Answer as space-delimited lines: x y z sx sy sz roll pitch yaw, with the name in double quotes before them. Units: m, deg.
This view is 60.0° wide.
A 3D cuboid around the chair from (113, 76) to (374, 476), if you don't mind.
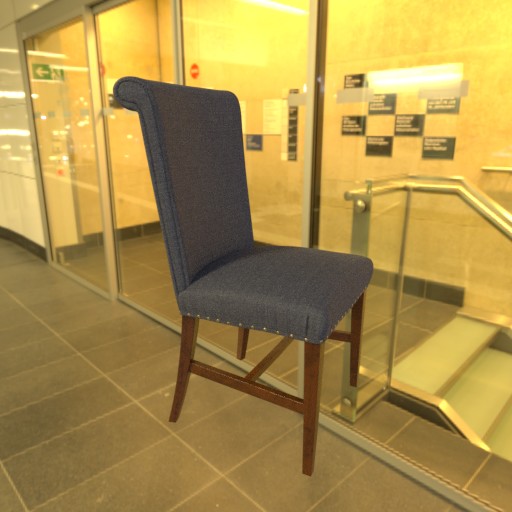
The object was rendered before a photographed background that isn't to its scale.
"chair" 0.000 0.000 1.334 0.608 0.988 0.513 8 18 26
